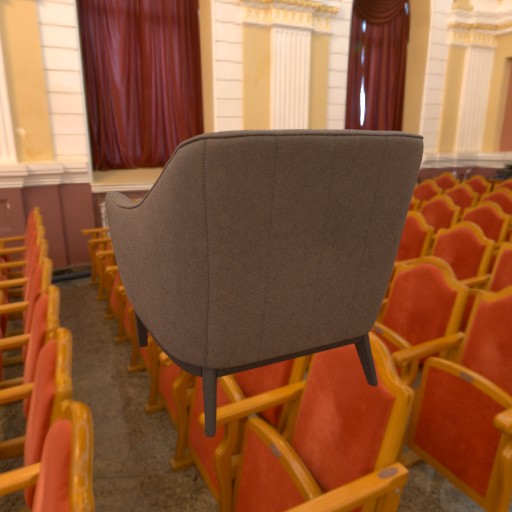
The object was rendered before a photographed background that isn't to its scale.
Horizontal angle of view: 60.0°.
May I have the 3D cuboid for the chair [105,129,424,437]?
[{"bbox_3d":[0.000,0.000,1.533,0.871,0.830,0.852,-7,17,-26],"label":"chair"}]
